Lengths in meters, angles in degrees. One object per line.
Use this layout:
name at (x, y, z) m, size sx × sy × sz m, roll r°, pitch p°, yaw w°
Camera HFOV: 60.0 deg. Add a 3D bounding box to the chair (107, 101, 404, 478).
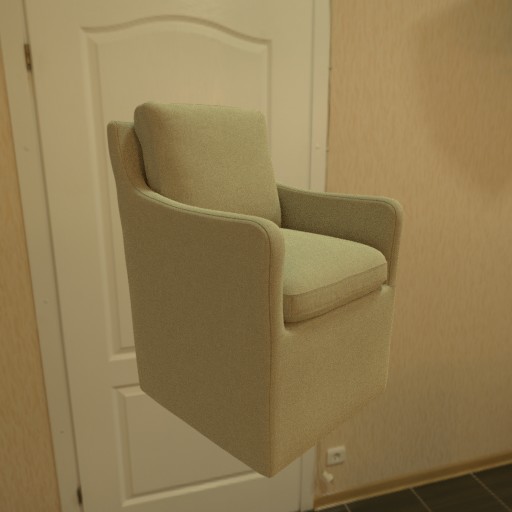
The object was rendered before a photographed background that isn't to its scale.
chair at (0.000, 0.000, 1.378) m, size 0.694 × 0.914 × 0.626 m, roll 14°, pitch 19°, yaw 43°
